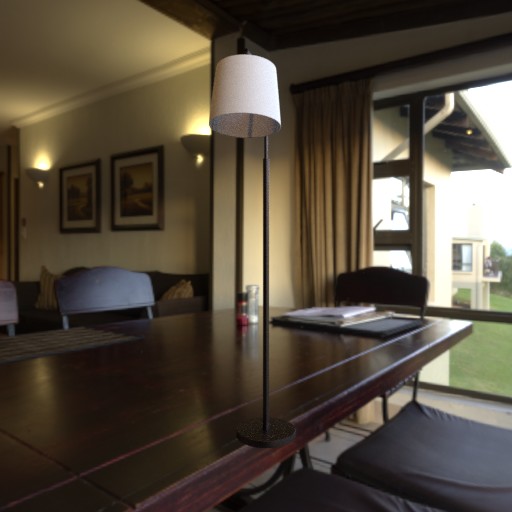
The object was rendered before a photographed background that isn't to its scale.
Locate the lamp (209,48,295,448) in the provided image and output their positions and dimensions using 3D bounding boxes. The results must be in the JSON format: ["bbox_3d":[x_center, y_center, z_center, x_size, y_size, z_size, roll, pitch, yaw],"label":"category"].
[{"bbox_3d":[0.000,0.000,1.691,0.254,1.478,0.508,0,1,18],"label":"lamp"}]
